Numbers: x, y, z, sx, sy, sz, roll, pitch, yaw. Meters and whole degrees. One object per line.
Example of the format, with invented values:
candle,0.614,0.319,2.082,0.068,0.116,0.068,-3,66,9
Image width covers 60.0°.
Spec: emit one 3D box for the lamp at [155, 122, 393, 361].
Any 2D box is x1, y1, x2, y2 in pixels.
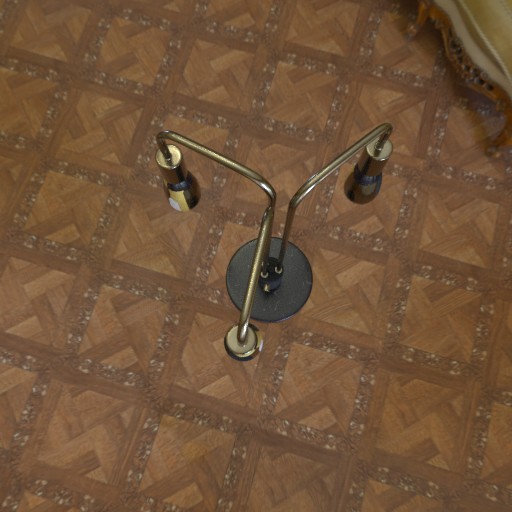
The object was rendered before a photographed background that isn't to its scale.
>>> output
lamp,0.000,0.000,0.794,0.355,0.560,0.368,15,77,4
